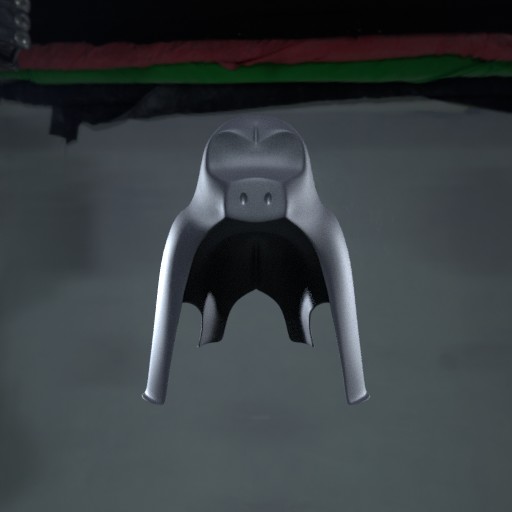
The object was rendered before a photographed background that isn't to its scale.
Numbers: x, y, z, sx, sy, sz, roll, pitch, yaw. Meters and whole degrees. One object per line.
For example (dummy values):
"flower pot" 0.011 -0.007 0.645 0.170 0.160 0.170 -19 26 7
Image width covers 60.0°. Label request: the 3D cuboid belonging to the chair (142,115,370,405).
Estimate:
"chair" 0.000 0.000 1.156 0.490 0.600 0.758 0 0 0
